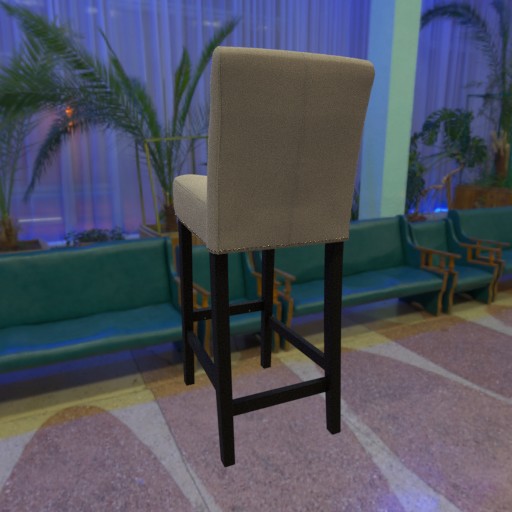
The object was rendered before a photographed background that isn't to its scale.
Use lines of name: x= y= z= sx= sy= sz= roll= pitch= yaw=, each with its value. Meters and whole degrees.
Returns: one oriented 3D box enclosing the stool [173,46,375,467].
stool: x=0.000 y=0.000 z=1.328 sx=0.411 sy=1.047 sz=0.548 roll=-6 pitch=15 yaw=-24
